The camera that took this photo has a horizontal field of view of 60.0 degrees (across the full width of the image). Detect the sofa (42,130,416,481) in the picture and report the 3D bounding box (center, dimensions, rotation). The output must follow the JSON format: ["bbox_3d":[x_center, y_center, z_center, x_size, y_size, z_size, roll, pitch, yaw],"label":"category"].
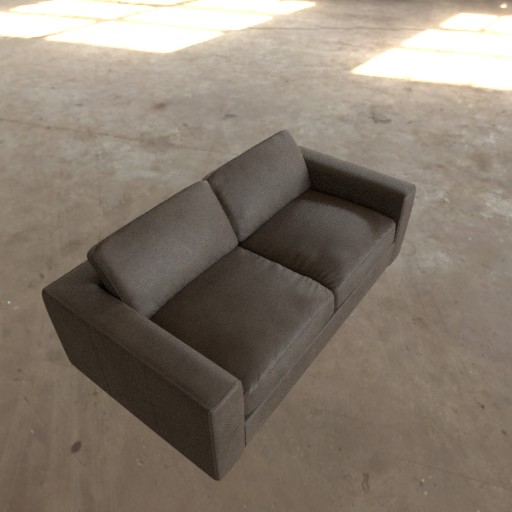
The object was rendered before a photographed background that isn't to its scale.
[{"bbox_3d":[0.000,0.000,2.462,1.070,0.800,1.920,26,47,27],"label":"sofa"}]
